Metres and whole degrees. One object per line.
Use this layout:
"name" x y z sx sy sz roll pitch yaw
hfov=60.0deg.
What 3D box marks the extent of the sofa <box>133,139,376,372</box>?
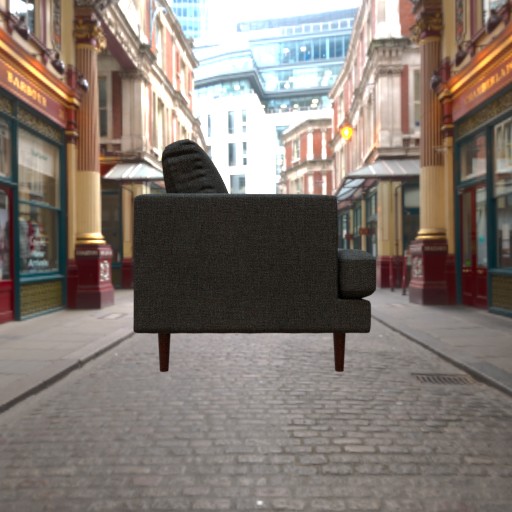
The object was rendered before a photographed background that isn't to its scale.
"sofa" 0.000 0.000 2.724 0.903 0.930 2.246 0 -1 0
